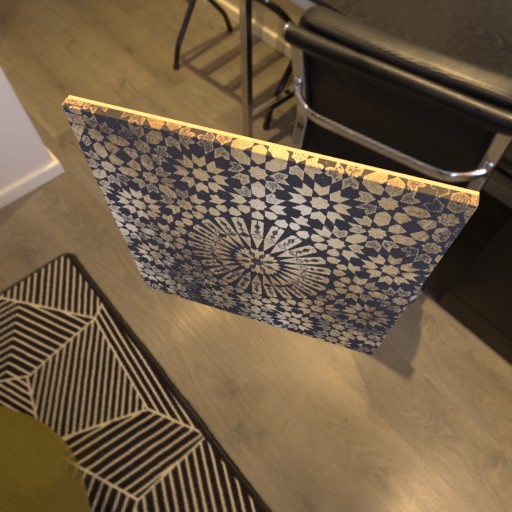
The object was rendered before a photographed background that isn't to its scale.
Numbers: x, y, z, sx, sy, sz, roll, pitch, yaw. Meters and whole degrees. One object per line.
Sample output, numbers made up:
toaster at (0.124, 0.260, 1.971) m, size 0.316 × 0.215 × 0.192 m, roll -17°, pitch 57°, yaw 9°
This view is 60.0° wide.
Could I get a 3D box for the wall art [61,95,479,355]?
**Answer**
wall art at (0.000, 0.000, 1.326) m, size 0.914 × 0.914 × 0.038 m, roll 16°, pitch 61°, yaw 9°
